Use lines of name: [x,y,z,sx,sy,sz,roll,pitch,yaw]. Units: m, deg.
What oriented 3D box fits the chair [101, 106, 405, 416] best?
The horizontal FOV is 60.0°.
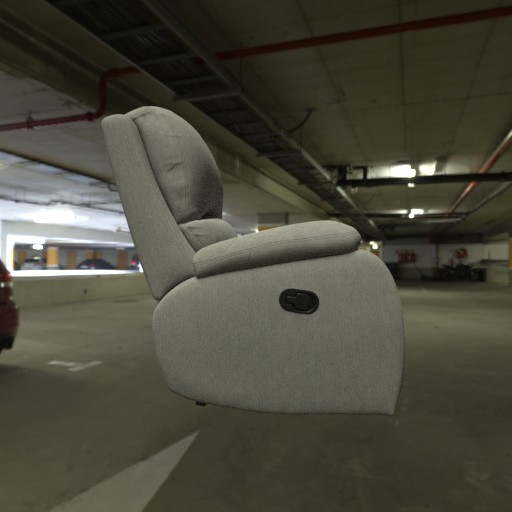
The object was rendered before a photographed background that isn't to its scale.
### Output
chair: [0.000,0.000,1.711,0.899,1.011,0.930,0,-1,1]
